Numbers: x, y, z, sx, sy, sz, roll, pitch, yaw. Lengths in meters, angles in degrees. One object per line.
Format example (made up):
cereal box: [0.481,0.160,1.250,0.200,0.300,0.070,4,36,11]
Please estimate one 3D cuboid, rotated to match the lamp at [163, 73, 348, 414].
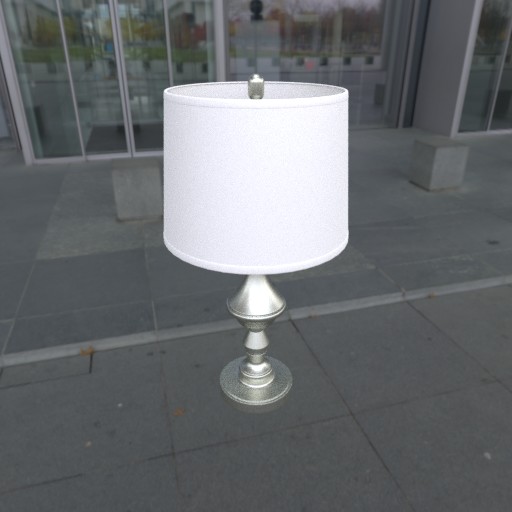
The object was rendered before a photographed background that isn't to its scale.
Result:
lamp: [0.000,0.000,0.961,0.383,0.733,0.383,0,26,0]
